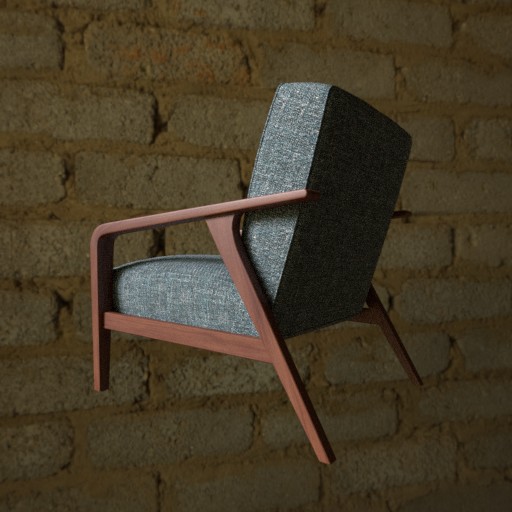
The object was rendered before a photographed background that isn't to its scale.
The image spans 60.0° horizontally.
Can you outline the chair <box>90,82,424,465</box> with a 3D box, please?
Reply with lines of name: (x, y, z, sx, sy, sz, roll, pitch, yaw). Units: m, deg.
chair: (0.000, 0.000, 1.460, 0.889, 0.864, 0.719, 1, 1, 36)
